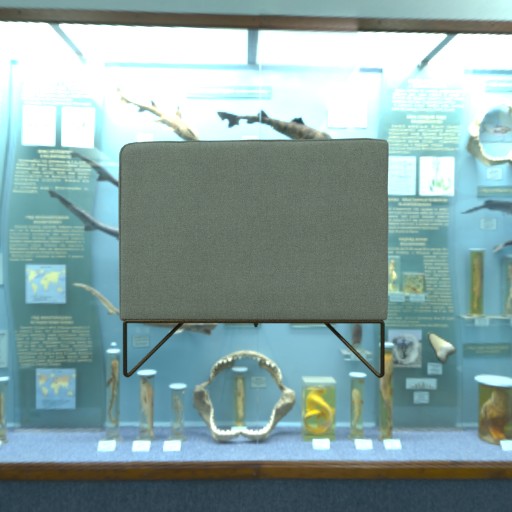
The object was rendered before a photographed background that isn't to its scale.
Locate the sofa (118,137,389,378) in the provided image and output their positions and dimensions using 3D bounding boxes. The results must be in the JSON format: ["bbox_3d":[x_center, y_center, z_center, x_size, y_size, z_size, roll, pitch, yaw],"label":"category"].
[{"bbox_3d":[0.000,0.000,2.489,0.912,0.798,2.079,0,0,0],"label":"sofa"}]
